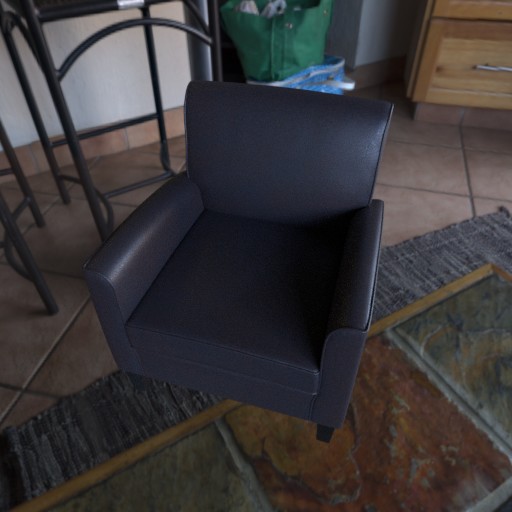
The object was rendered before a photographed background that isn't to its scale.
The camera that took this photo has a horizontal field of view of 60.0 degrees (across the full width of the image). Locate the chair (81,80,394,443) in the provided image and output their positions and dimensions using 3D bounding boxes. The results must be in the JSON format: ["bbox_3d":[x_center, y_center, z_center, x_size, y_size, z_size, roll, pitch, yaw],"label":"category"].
[{"bbox_3d":[0.000,0.000,1.575,0.820,0.916,0.819,11,43,12],"label":"chair"}]
